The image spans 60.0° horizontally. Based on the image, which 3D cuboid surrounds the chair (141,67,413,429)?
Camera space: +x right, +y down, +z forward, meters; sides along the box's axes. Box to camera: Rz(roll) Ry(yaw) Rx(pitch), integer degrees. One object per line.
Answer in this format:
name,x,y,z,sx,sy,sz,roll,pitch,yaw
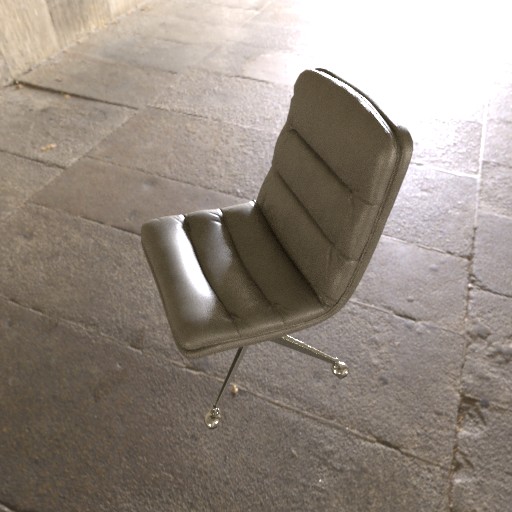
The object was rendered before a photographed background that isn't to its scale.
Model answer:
chair,0.000,0.000,1.056,0.485,0.738,0.422,-17,48,-16
